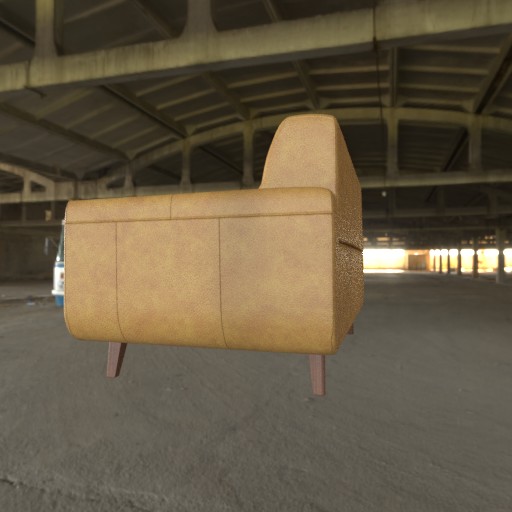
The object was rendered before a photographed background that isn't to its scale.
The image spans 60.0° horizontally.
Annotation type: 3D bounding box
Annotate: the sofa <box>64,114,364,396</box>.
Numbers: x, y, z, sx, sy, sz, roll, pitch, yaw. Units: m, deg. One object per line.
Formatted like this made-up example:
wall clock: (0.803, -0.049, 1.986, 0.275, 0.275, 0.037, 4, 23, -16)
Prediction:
sofa: (0.000, 0.000, 2.181, 0.952, 0.925, 1.651, 0, -1, 16)
